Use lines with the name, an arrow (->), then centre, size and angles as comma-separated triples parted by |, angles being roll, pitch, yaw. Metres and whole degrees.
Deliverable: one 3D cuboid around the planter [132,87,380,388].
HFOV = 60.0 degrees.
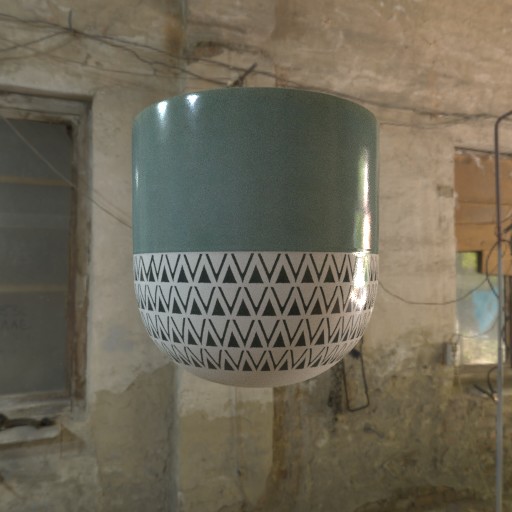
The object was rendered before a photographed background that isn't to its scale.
planter -> 0.000, 0.000, 0.490 | 0.266, 0.270, 0.266 | 0, -2, 0
